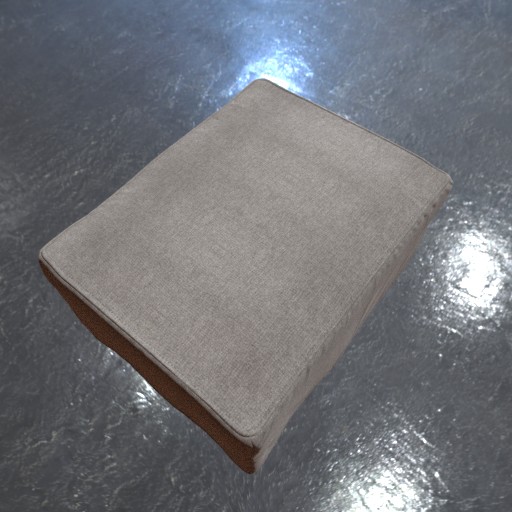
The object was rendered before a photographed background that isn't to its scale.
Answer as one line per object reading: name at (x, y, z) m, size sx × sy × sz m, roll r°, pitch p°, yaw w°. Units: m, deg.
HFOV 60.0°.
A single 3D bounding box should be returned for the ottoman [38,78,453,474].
ottoman at (0.000, 0.000, 1.209) m, size 0.652 × 0.492 × 0.833 m, roll 34°, pitch 64°, yaw 20°
